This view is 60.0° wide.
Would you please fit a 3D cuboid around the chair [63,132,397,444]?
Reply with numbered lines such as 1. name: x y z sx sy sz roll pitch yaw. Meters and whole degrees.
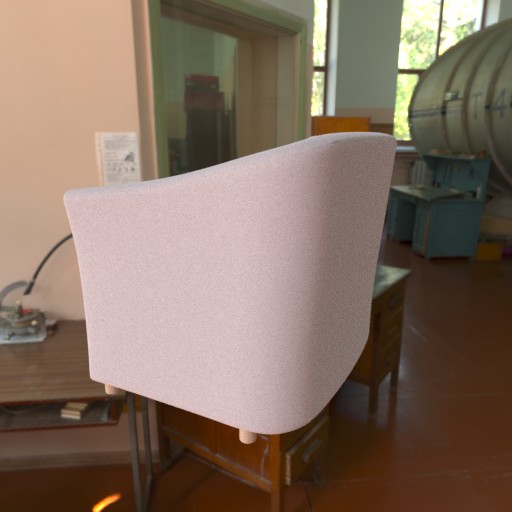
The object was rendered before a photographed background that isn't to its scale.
1. chair: 0.000 0.000 1.341 0.700 0.720 0.790 8 17 27
